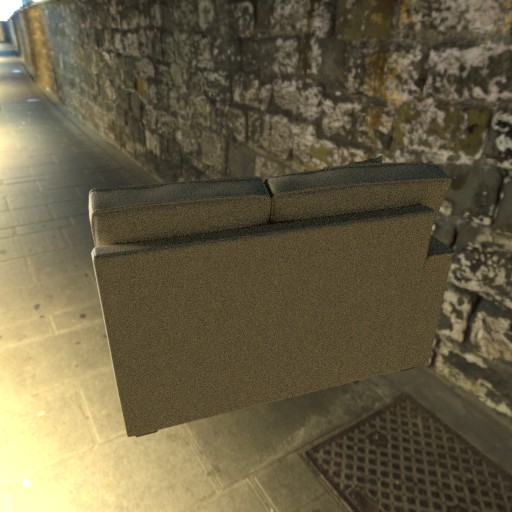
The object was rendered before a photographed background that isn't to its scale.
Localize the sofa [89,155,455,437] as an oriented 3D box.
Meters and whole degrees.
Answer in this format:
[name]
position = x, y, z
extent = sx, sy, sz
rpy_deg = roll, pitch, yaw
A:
[sofa]
position = 0.000, 0.000, 2.061
extent = 1.388, 0.989, 0.991
rpy_deg = -8, 28, -16
